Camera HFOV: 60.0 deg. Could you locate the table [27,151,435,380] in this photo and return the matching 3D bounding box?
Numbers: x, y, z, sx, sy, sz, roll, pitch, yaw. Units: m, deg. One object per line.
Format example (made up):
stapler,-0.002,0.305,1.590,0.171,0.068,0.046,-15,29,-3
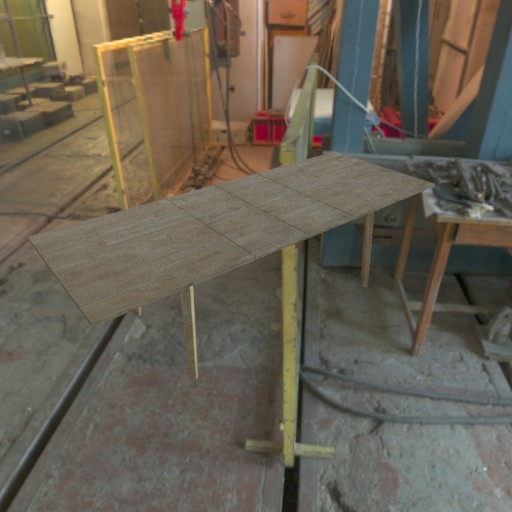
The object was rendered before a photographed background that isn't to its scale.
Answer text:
table,0.000,0.000,3.128,2.603,0.752,1.000,-22,37,-32
